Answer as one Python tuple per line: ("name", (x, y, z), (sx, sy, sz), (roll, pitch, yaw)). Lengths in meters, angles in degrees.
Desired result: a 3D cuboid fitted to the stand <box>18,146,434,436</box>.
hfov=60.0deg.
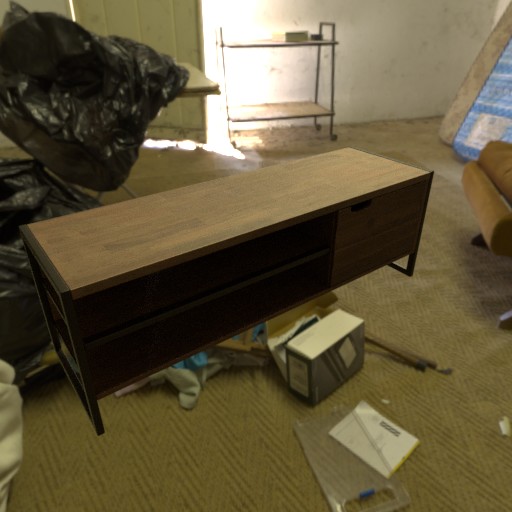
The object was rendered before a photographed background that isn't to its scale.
("stand", (0.000, 0.000, 1.708), (1.480, 0.506, 0.454), (-20, 35, -31))
